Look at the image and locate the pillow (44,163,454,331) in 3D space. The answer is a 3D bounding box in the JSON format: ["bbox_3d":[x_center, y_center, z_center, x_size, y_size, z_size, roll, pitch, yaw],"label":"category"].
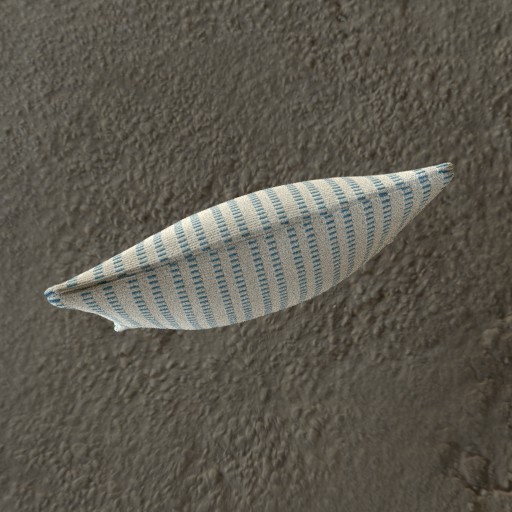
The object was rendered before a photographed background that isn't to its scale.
[{"bbox_3d":[0.000,0.000,0.811,0.640,0.353,0.210,-18,76,-5],"label":"pillow"}]
